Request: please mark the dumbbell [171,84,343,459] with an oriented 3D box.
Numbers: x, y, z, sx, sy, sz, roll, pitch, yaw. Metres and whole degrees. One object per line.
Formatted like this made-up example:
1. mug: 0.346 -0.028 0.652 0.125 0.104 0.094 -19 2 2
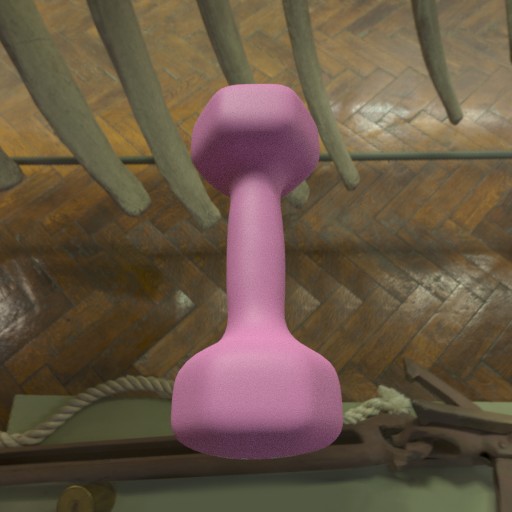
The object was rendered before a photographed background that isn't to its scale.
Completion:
1. dumbbell: 0.000 0.000 0.191 0.064 0.058 0.159 0 64 0
